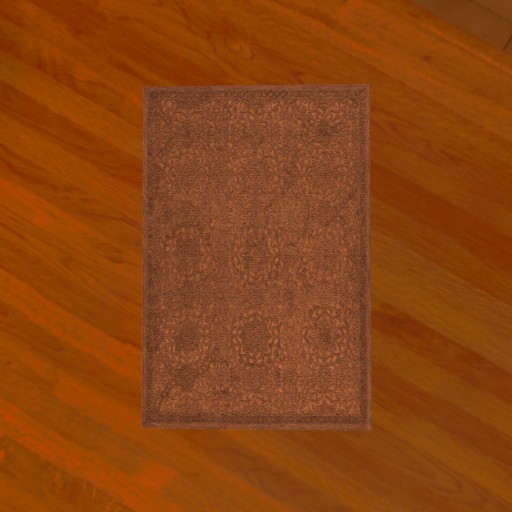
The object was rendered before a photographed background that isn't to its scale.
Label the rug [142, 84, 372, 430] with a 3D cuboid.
[{"bbox_3d":[0.000,0.000,2.348,1.208,0.012,1.819,0,89,1],"label":"rug"}]
